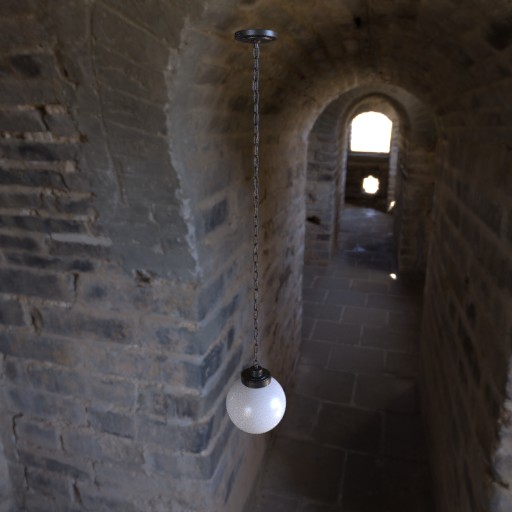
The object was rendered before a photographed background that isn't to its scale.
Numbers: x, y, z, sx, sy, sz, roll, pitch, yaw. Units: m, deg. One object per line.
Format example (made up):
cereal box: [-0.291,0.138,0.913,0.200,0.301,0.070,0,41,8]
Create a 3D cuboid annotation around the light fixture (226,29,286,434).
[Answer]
light fixture: [0.000,0.000,2.048,0.305,1.867,0.304,-10,19,-29]
